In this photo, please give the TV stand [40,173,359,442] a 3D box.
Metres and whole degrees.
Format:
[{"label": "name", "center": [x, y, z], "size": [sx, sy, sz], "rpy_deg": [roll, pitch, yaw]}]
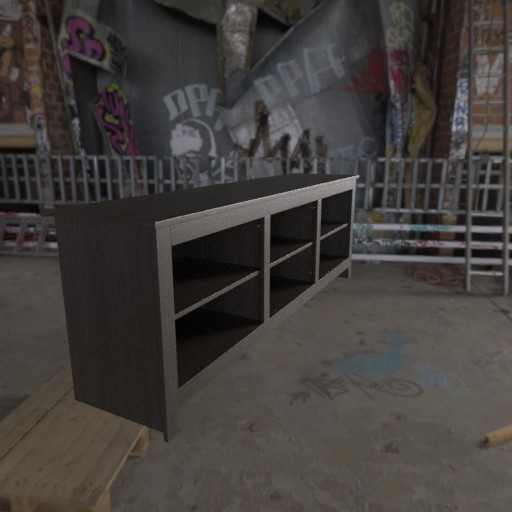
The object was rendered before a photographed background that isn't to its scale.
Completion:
[{"label": "TV stand", "center": [0.000, 0.000, 1.962], "size": [0.406, 0.610, 1.778], "rpy_deg": [7, 16, 27]}]
